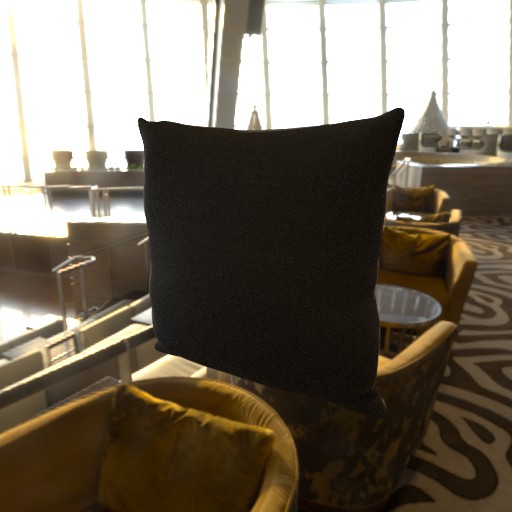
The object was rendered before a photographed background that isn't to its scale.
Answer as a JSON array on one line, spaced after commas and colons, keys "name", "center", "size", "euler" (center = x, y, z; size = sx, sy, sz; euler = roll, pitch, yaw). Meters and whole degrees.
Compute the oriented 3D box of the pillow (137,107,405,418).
[{"name": "pillow", "center": [0.000, 0.000, 0.794], "size": [0.503, 0.496, 0.208], "euler": [9, 18, 28]}]
